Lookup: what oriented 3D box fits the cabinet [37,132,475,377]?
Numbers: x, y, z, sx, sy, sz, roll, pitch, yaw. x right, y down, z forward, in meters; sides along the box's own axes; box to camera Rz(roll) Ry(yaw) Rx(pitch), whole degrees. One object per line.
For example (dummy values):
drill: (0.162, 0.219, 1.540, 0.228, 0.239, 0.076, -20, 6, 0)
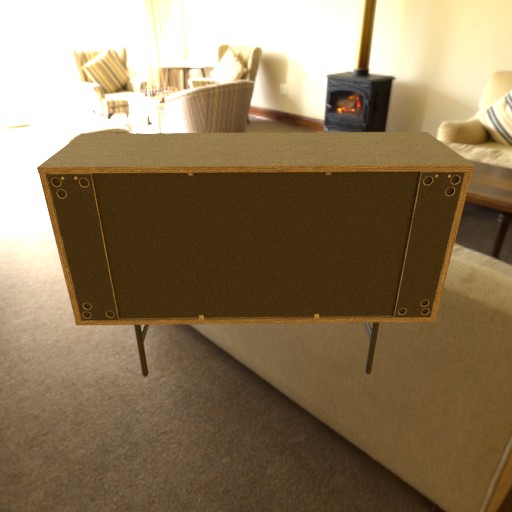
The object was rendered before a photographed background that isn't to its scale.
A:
cabinet: (0.000, 0.000, 1.575, 1.194, 0.787, 0.405, 0, 29, -1)
